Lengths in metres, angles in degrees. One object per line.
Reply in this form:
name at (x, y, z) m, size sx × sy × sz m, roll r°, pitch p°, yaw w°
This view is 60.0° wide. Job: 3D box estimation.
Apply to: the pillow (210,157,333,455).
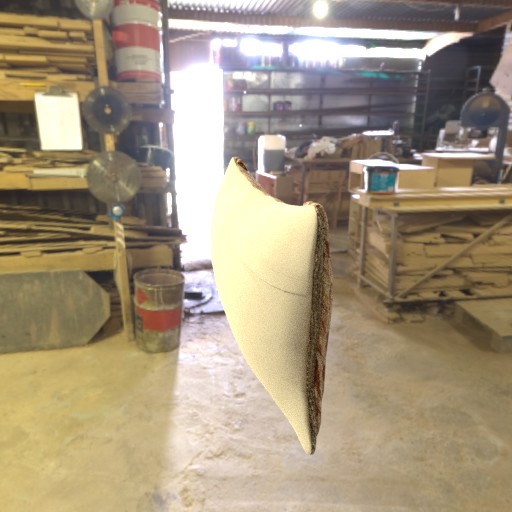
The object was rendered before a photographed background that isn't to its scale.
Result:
pillow at (0.000, 0.000, 0.745) m, size 0.139 × 0.282 × 0.635 m, roll -3°, pitch 17°, yaw -10°
